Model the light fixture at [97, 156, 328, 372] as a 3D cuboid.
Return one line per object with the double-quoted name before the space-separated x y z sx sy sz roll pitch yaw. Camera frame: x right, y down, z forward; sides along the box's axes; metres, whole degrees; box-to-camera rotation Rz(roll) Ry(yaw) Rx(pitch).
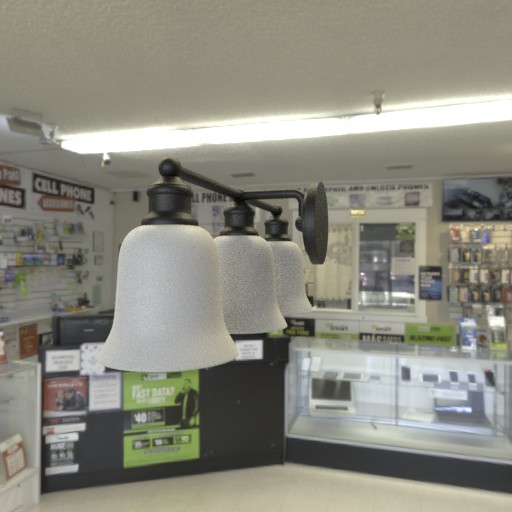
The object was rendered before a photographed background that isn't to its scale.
"light fixture" 0.000 0.000 0.662 0.198 0.211 0.570 0 0 18
